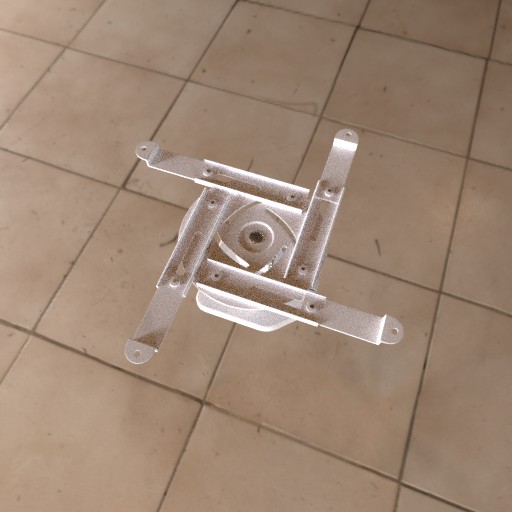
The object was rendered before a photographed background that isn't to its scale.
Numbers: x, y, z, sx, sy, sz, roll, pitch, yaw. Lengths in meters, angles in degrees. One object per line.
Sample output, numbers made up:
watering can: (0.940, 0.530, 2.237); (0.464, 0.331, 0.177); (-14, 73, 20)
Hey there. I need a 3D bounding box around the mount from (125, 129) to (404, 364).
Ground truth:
mount: (0.000, 0.000, 0.608); (0.394, 0.141, 0.394); (18, 65, 9)
